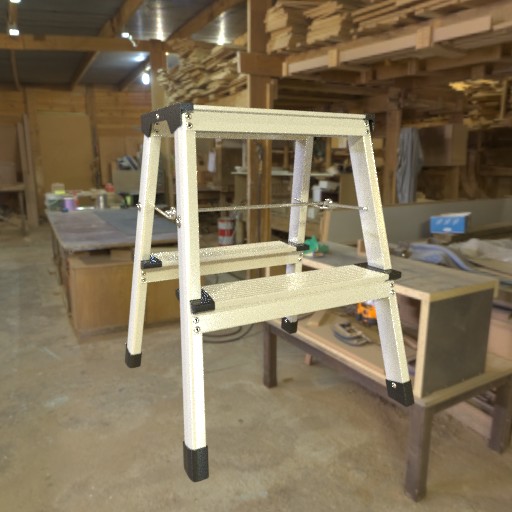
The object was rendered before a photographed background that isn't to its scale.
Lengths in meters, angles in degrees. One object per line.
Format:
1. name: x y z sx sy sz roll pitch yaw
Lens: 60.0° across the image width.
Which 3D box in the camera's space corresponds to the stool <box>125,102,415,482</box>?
1. stool: 0.000 0.000 0.784 0.404 0.480 0.405 -7 14 -28
